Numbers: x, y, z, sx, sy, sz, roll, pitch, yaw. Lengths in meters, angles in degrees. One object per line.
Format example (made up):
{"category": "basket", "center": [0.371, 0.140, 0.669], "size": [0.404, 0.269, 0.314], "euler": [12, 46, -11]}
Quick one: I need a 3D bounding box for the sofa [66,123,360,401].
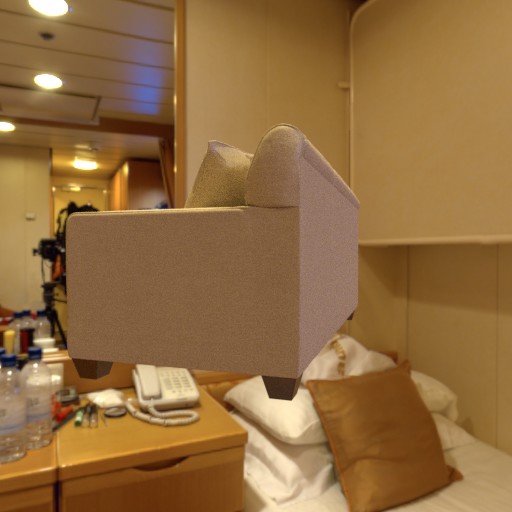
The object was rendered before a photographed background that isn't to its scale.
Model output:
{"category": "sofa", "center": [0.000, 0.000, 2.544], "size": [0.997, 0.958, 2.024], "euler": [0, 1, 18]}
